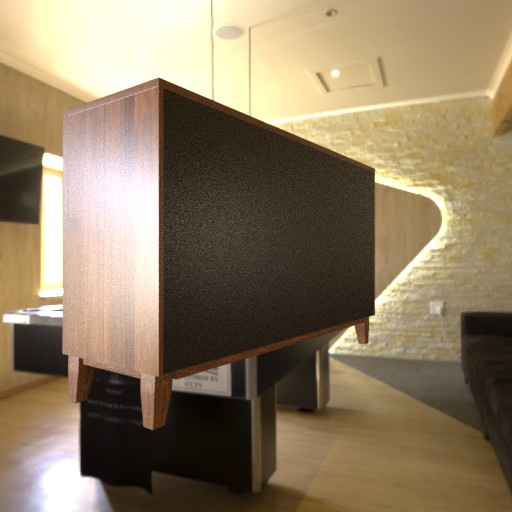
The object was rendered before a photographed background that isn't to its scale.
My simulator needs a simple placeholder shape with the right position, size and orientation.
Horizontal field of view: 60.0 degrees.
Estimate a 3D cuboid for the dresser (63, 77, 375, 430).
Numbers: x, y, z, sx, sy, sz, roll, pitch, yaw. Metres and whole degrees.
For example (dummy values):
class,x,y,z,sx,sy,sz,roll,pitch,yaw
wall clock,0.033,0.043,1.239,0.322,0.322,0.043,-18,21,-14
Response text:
class,x,y,z,sx,sy,sz,roll,pitch,yaw
dresser,0.000,0.000,1.775,0.446,0.873,1.400,0,0,36
